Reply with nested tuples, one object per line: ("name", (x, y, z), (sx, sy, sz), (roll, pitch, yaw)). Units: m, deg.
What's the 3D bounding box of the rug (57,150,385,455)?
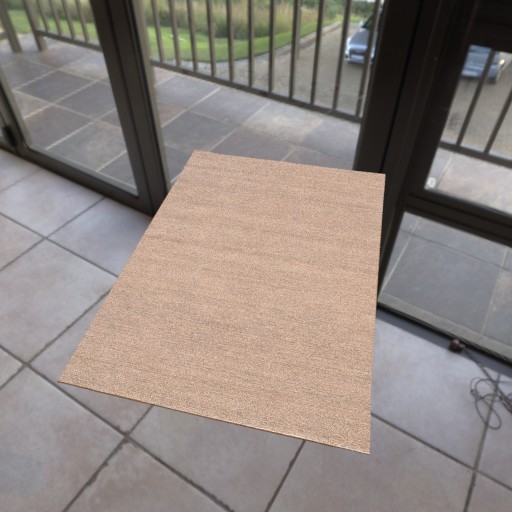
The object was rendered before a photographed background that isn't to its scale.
("rug", (0.000, 0.000, 2.955), (1.624, 0.030, 2.264), (10, 47, 9))
